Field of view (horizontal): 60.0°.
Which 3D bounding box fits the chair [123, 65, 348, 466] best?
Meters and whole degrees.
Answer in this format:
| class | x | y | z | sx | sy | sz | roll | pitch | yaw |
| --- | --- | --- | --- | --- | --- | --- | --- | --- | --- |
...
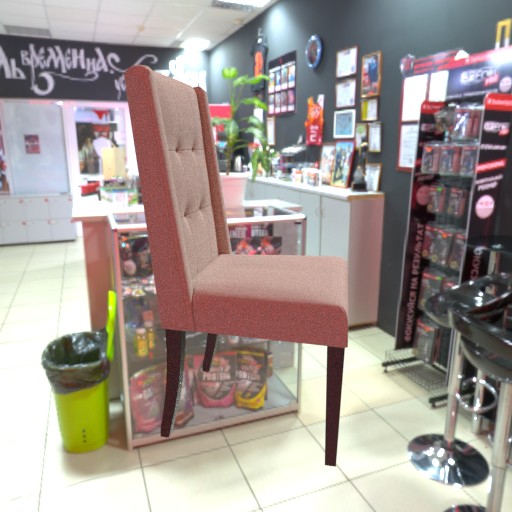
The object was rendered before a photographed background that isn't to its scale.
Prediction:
| class | x | y | z | sx | sy | sz | roll | pitch | yaw |
| --- | --- | --- | --- | --- | --- | --- | --- | --- | --- |
| chair | 0.000 | 0.000 | 1.250 | 0.523 | 0.961 | 0.474 | 3 | 14 | 11 |
